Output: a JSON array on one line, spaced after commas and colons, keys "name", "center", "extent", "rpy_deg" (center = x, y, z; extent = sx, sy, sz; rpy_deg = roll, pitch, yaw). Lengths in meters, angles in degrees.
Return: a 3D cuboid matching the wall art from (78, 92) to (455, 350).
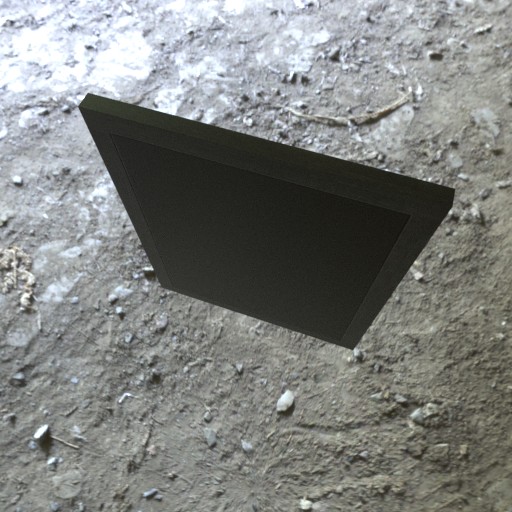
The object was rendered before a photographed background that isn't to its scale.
[{"name": "wall art", "center": [0.000, 0.000, 0.799], "extent": [0.479, 0.580, 0.027], "rpy_deg": [17, 63, 9]}]
